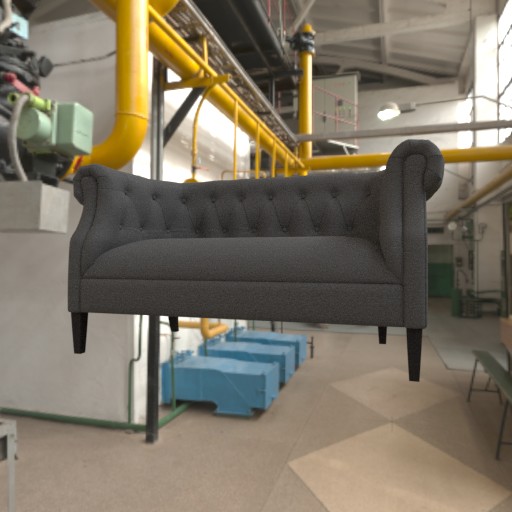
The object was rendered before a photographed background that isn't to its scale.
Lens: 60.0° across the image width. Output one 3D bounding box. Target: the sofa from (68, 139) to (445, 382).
[{"bbox_3d":[0.000,0.000,2.025,1.558,0.827,0.835,0,0,18],"label":"sofa"}]
